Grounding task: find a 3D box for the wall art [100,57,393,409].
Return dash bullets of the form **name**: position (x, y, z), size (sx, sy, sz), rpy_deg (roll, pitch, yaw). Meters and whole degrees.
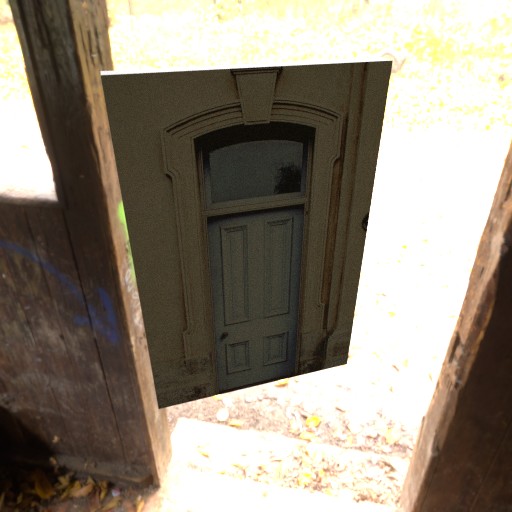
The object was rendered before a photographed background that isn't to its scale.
- **wall art**: position (0.000, 0.000, 0.956), size (0.508, 0.764, 0.038), rpy_deg (-9, 33, -14)
